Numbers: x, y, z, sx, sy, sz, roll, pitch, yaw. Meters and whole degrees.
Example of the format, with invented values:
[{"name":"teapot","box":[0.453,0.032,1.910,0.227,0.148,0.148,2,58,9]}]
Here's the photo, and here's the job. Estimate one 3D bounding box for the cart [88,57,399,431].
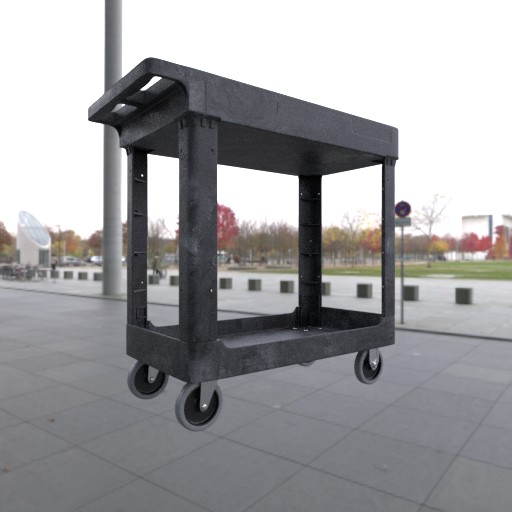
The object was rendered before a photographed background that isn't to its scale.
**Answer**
[{"name":"cart","box":[0.000,0.000,1.335,0.877,0.824,0.420,0,0,-37]}]
